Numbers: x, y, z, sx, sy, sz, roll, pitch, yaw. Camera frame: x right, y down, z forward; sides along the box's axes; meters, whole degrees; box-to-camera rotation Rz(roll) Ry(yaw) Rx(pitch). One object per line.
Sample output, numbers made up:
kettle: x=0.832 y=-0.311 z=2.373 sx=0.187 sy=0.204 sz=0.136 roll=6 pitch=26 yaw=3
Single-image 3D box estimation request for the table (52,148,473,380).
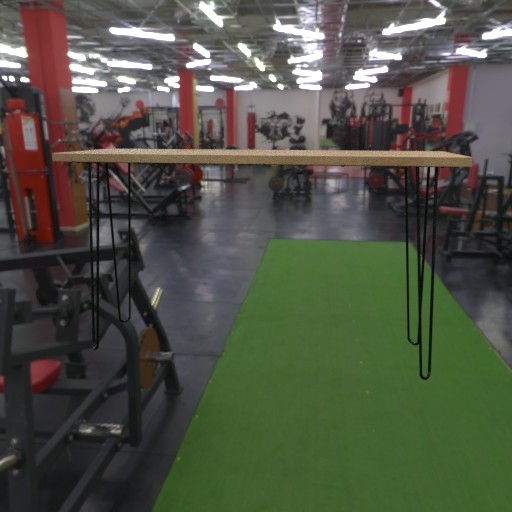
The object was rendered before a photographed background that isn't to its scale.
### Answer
table: x=0.000 y=0.000 z=1.750 sx=1.400 sy=0.799 sz=0.399 roll=3 pitch=16 yaw=10
